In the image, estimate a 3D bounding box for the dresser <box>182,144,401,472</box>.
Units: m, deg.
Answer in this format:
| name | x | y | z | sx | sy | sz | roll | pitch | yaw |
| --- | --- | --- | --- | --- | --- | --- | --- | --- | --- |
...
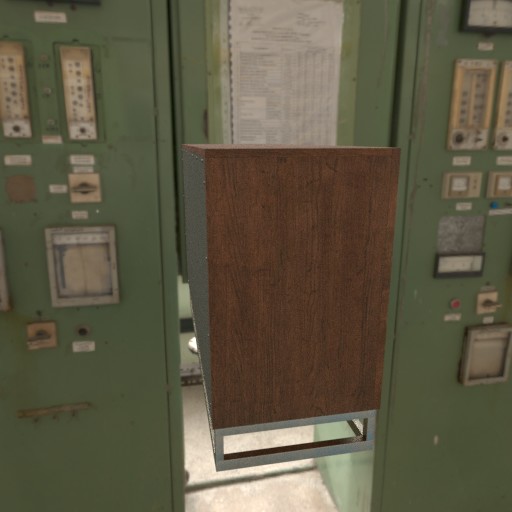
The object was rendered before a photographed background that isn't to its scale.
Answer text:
| name | x | y | z | sx | sy | sz | roll | pitch | yaw |
| --- | --- | --- | --- | --- | --- | --- | --- | --- | --- |
| dresser | 0.000 | 0.000 | 2.189 | 0.623 | 1.061 | 1.646 | -3 | 15 | -11 |
